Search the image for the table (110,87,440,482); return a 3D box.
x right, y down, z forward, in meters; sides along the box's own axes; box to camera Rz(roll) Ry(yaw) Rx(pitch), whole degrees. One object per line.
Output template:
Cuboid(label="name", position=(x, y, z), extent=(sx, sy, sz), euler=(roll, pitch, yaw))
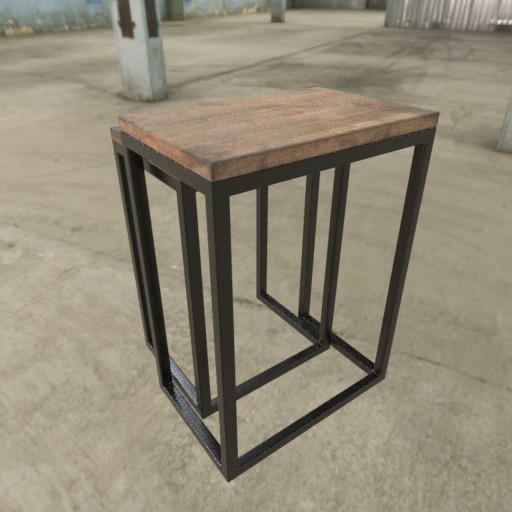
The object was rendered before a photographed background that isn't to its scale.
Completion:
Cuboid(label="table", position=(0.000, 0.000, 0.936), extent=(0.456, 0.615, 0.460), euler=(-19, 35, -29))
